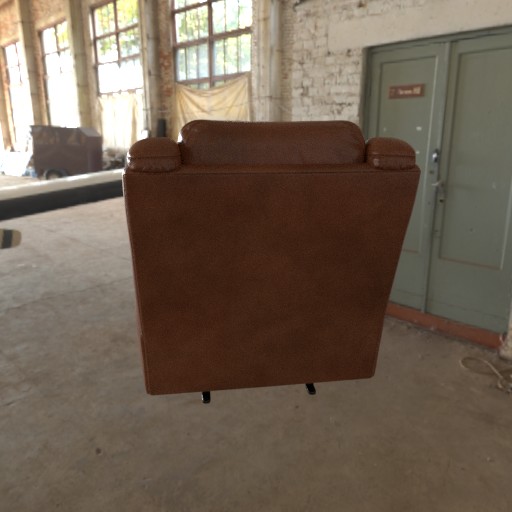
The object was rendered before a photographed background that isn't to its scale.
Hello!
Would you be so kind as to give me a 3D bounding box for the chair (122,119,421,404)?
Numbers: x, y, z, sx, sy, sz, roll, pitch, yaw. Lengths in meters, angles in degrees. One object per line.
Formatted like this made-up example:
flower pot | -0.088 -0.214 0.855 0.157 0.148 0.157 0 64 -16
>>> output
chair | 0.000 0.000 1.906 0.990 1.093 1.041 -2 15 -8
